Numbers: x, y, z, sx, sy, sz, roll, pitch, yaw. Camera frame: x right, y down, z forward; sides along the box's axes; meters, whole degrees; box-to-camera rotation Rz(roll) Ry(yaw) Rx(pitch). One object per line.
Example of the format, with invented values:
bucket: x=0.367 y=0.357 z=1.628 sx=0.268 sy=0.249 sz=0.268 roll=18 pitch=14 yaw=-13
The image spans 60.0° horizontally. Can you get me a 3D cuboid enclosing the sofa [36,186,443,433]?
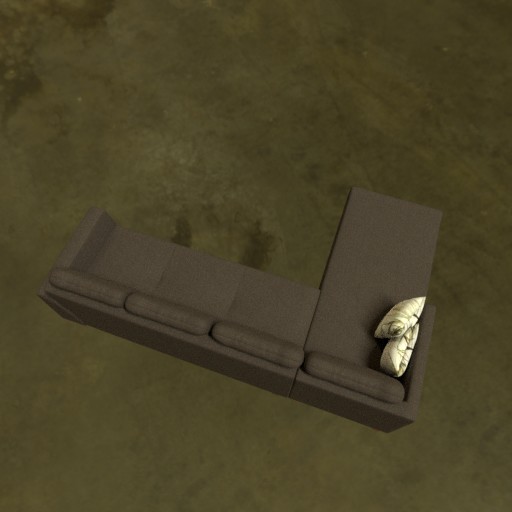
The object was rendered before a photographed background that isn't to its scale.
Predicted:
sofa: x=0.000 y=0.000 z=3.518 sx=2.679 sy=0.932 sz=1.829 roll=17 pitch=64 yaw=9
